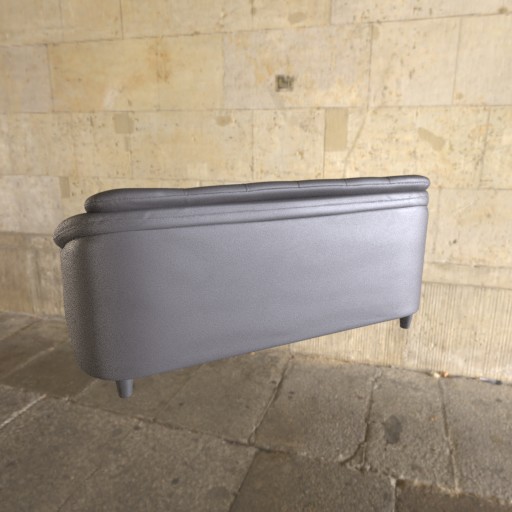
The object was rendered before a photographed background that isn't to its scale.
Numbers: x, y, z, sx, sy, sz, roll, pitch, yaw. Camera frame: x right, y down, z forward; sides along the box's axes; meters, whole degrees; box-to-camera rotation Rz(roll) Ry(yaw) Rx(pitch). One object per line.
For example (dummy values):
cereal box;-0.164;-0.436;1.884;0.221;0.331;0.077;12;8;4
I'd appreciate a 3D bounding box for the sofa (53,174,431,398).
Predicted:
sofa;0.000;0.000;2.228;1.829;0.811;0.800;-7;16;-26
